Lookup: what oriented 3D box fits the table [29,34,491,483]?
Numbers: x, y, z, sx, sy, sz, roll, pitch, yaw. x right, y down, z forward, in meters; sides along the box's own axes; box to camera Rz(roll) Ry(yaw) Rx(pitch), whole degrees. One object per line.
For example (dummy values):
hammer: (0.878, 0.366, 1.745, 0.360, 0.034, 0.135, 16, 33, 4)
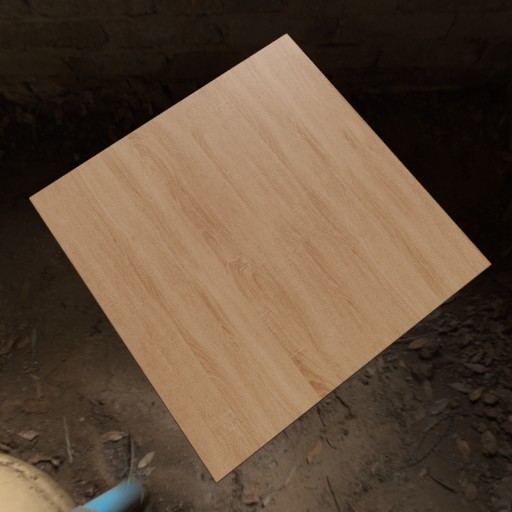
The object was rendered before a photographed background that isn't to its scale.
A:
table: (0.000, 0.000, 1.154, 0.700, 0.450, 0.700, -36, 79, -8)
